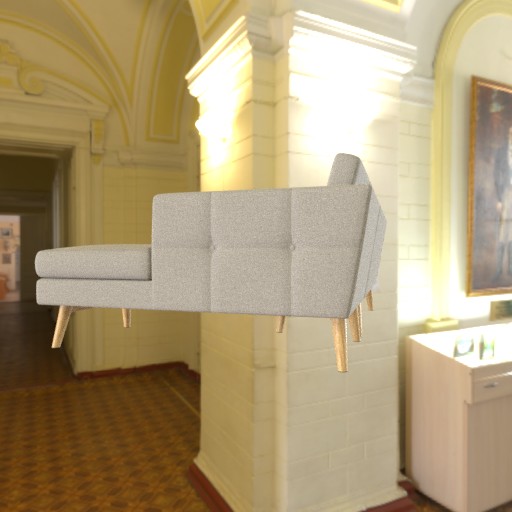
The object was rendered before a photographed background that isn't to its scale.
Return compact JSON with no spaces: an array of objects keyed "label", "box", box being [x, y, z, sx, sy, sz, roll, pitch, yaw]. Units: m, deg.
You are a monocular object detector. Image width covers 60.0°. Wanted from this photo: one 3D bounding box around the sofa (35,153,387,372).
[{"label":"sofa","box":[0.000,0.000,2.788,1.530,0.860,2.040,0,1,18]}]
